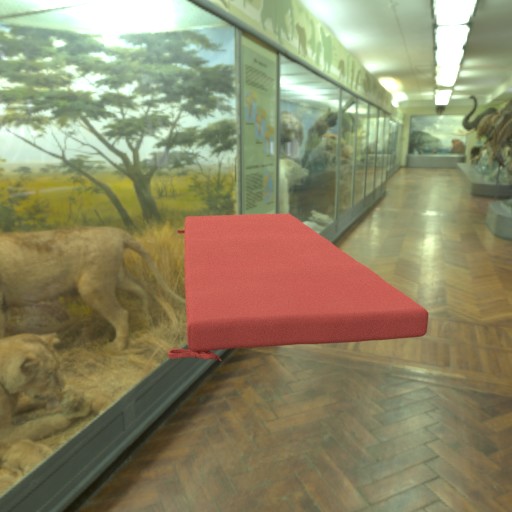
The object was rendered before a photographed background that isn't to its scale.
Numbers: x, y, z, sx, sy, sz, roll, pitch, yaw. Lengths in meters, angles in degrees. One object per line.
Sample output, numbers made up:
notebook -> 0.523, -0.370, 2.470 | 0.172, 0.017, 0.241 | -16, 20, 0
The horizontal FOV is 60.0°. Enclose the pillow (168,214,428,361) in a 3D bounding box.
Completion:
pillow -> 0.000, 0.000, 1.347 | 0.492, 0.081, 1.187 | -2, 15, -9
